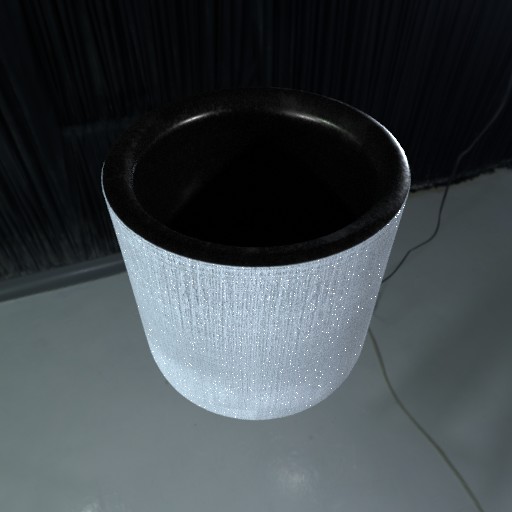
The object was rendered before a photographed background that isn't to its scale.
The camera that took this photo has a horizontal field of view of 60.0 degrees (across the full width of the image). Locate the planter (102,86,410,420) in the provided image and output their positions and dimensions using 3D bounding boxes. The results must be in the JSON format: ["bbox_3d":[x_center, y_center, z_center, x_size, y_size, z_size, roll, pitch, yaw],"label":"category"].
[{"bbox_3d":[0.000,0.000,0.286,0.160,0.156,0.160,0,46,0],"label":"planter"}]
